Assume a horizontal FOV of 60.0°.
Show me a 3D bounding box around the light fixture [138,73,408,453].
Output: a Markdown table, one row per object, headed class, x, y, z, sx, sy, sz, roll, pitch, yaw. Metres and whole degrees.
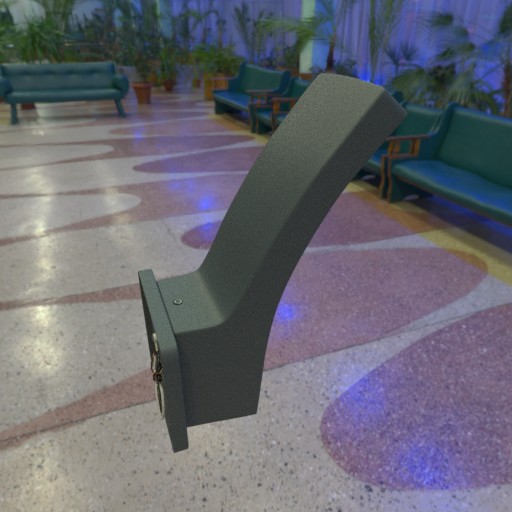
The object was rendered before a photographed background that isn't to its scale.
| class | x | y | z | sx | sy | sz | roll | pitch | yaw |
| --- | --- | --- | --- | --- | --- | --- | --- | --- | --- |
| light fixture | 0.000 | 0.000 | 0.329 | 0.174 | 0.243 | 0.108 | -10 | 30 | -18 |
